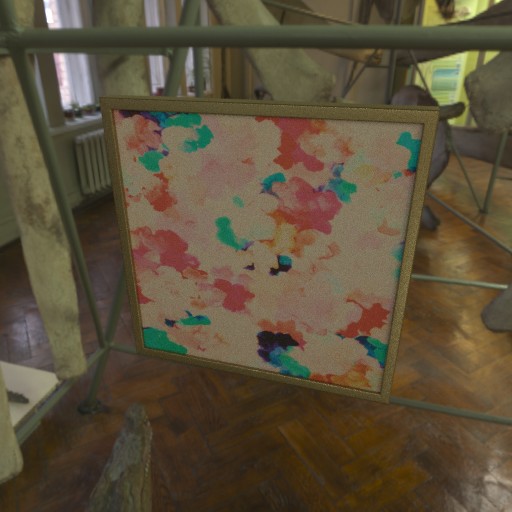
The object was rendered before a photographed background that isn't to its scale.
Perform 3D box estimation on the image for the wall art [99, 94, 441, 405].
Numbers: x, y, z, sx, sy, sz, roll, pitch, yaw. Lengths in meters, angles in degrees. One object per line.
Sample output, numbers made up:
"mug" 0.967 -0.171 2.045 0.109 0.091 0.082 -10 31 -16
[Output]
"wall art" 0.000 0.000 0.767 0.510 0.509 0.037 7 27 15
